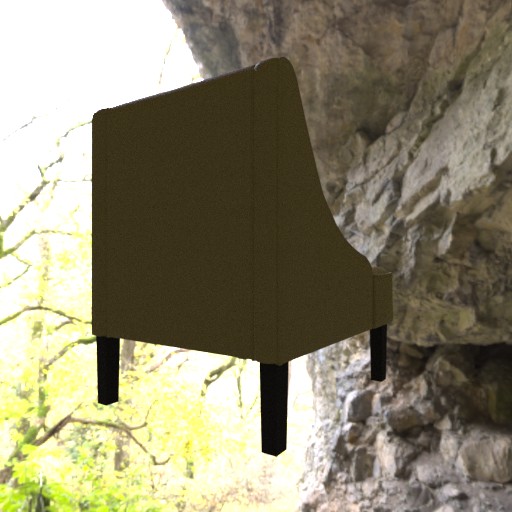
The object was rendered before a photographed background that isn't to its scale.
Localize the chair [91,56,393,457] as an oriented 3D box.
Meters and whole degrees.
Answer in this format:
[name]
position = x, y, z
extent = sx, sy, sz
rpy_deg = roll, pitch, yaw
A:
[chair]
position = 0.000, 0.000, 1.488
extent = 0.696, 0.896, 0.814
rpy_deg = 0, 0, 34
